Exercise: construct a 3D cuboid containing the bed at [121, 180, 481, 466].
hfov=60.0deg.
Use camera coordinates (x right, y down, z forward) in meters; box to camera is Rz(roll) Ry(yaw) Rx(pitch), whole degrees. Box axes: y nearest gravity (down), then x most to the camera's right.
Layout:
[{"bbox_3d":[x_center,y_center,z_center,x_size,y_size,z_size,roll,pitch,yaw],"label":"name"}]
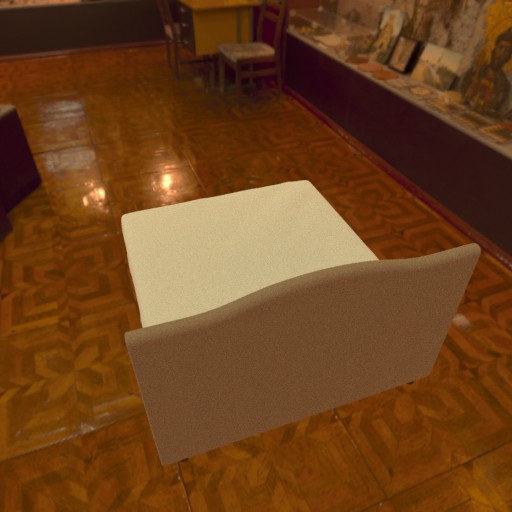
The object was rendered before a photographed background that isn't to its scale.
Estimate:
[{"bbox_3d":[0.000,0.000,3.524,2.083,1.421,2.182,-13,42,-15],"label":"bed"}]
